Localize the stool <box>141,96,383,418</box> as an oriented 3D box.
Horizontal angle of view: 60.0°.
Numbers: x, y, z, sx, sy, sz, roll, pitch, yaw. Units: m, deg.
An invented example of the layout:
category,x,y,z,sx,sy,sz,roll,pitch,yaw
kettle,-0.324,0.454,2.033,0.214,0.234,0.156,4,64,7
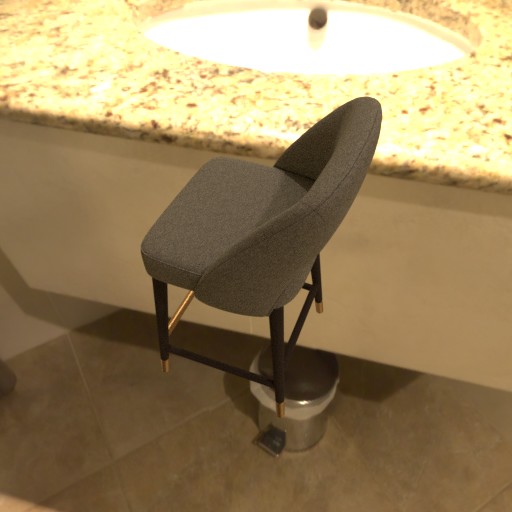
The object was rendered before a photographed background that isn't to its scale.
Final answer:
category,x,y,z,sx,sy,sz,roll,pitch,yaw
stool,0.000,0.000,1.279,0.524,0.925,0.536,17,49,15
